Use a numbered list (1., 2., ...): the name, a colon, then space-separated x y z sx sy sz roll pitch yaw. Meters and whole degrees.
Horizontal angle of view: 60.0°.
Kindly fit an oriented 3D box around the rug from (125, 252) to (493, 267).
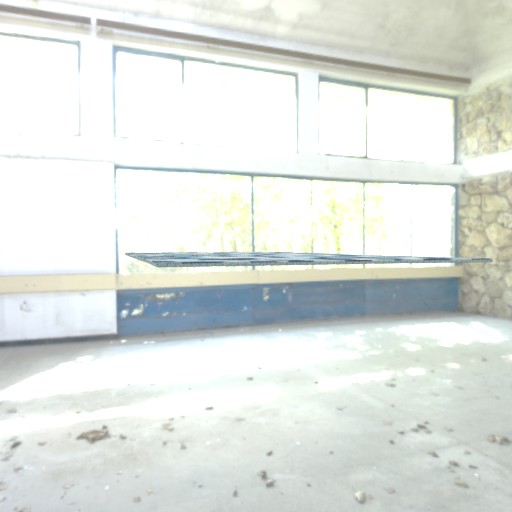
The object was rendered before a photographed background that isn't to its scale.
1. rug: 0.000 0.000 2.300 1.235 0.014 1.829 0 1 -19
